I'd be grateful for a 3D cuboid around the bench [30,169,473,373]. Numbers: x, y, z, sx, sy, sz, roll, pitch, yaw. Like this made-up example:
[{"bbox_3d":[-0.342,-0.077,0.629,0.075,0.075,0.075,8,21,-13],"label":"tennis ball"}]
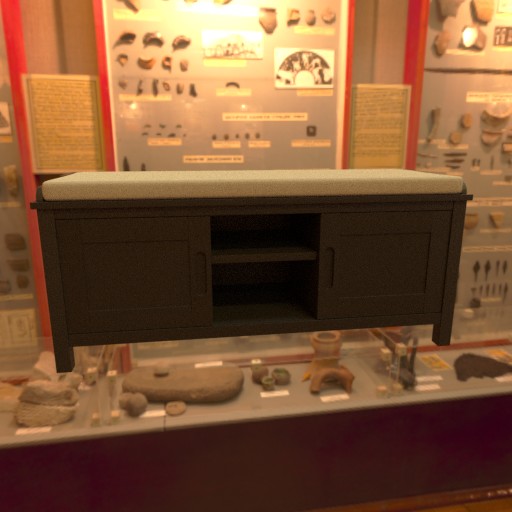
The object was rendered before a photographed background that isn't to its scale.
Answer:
[{"bbox_3d":[0.000,0.000,1.368,1.140,0.501,0.398,-2,15,-8],"label":"bench"}]
